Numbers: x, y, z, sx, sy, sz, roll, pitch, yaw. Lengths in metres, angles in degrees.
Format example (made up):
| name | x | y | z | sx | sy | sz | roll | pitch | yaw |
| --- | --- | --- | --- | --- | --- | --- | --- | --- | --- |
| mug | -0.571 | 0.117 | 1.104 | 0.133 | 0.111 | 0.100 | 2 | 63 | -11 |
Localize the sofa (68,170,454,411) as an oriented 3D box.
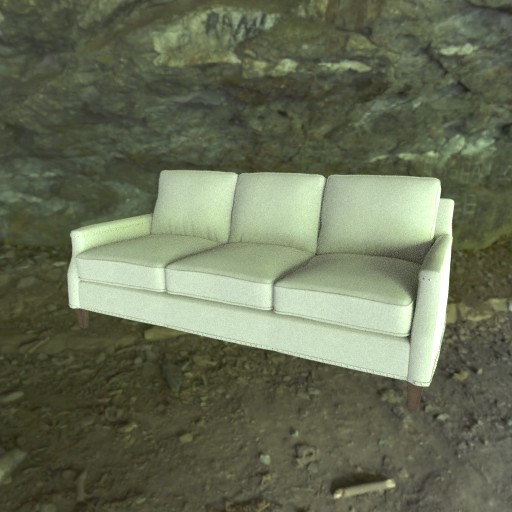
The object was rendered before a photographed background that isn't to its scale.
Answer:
| name | x | y | z | sx | sy | sz | roll | pitch | yaw |
| --- | --- | --- | --- | --- | --- | --- | --- | --- | --- |
| sofa | 0.000 | 0.000 | 2.793 | 2.246 | 1.003 | 1.084 | 7 | 15 | 26 |
